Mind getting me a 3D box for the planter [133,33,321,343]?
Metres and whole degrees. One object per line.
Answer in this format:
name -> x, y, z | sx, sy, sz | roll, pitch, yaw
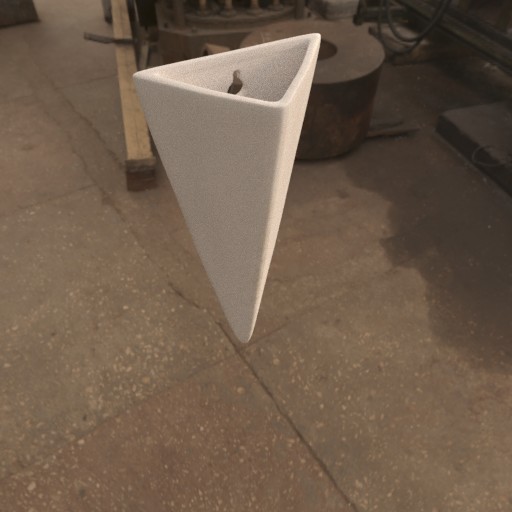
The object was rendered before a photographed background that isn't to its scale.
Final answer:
planter -> 0.000, 0.000, 0.399 | 0.143, 0.338, 0.065 | -23, 49, -21
